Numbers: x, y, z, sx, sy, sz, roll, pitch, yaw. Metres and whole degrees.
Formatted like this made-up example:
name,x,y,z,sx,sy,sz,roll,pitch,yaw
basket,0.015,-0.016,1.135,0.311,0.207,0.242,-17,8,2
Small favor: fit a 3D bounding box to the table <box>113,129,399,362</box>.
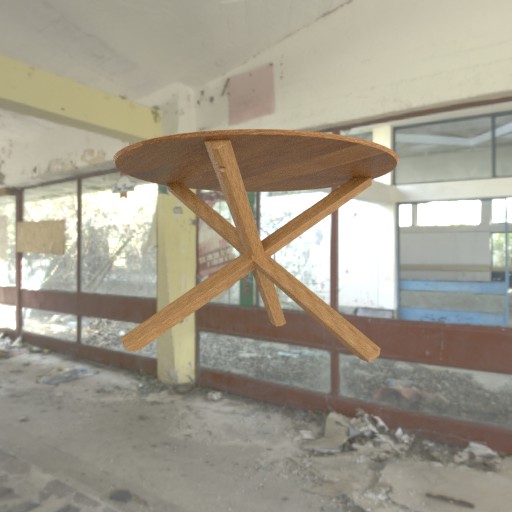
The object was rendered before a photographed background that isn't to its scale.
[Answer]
name,x,y,z,sx,sy,sz,roll,pitch,yaw
table,0.000,0.000,1.687,1.038,0.666,1.038,0,0,0
